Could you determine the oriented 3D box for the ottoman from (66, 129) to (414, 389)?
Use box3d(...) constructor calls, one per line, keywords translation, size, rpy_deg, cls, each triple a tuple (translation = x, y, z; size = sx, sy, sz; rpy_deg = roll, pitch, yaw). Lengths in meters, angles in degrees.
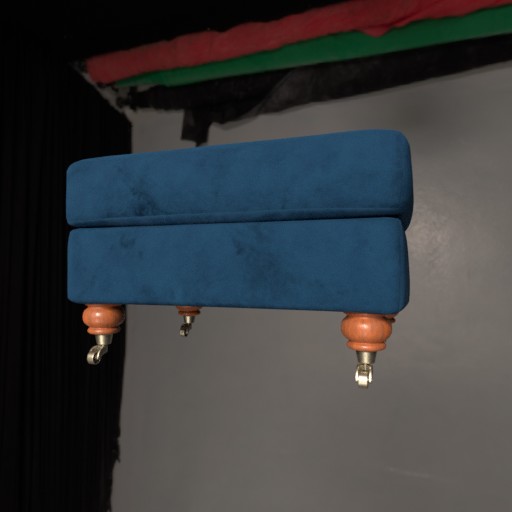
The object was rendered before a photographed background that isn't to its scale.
box3d(translation=(0.000, 0.000, 1.149), size=(0.773, 0.503, 0.572), rpy_deg=(-1, -2, 20), cls="ottoman")
